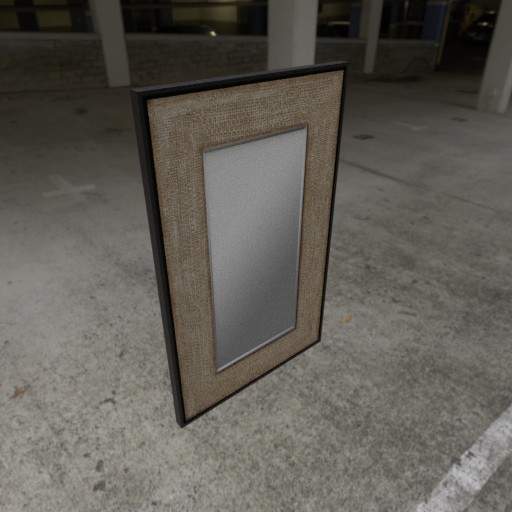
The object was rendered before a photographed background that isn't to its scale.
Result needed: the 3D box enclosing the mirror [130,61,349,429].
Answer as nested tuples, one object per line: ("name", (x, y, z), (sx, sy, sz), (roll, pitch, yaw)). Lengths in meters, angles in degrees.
("mirror", (0.000, 0.000, 1.583), (0.762, 1.219, 0.038), (-23, 38, -33))
